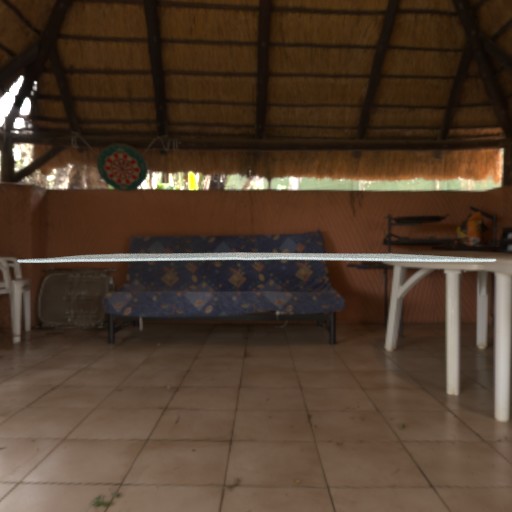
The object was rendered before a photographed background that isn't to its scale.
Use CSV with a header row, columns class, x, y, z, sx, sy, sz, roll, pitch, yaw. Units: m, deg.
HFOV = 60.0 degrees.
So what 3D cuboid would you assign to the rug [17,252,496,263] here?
class,x,y,z,sx,sy,sz,roll,pitch,yaw
rug,0.000,0.000,2.917,2.306,0.030,1.613,0,1,0
